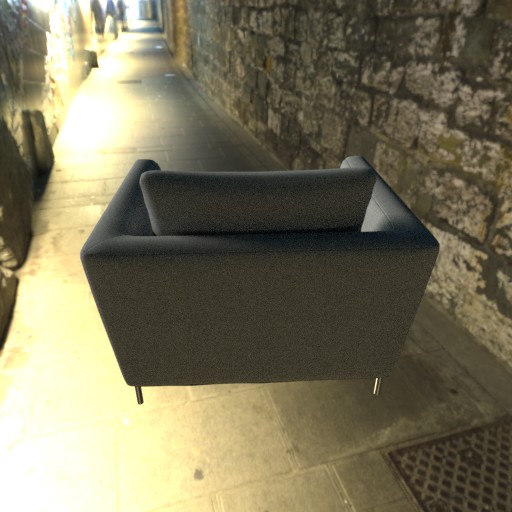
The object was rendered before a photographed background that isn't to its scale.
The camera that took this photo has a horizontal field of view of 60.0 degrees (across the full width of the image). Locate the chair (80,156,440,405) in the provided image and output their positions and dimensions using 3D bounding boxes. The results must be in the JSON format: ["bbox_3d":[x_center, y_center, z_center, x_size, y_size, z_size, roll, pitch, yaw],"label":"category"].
[{"bbox_3d":[0.000,0.000,1.731,1.041,0.864,0.889,-1,29,-2],"label":"chair"}]
